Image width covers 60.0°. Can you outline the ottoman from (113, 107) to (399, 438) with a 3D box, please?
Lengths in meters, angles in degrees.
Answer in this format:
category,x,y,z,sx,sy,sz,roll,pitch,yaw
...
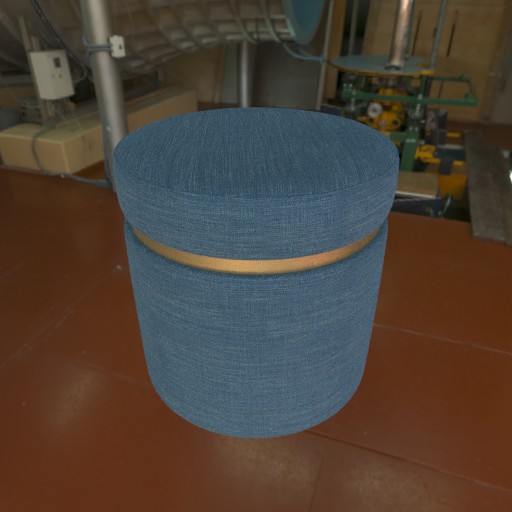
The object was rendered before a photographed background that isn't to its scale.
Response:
category,x,y,z,sx,sy,sz,roll,pitch,yaw
ottoman,0.000,0.000,0.723,0.398,0.406,0.398,0,31,0
